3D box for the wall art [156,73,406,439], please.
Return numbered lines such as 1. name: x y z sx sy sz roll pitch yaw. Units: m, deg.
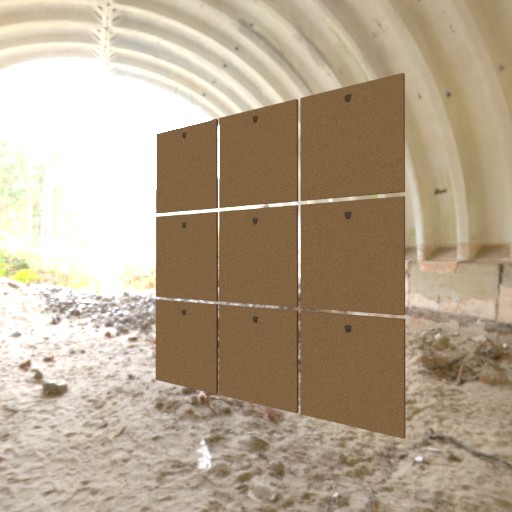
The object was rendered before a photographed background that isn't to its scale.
1. wall art: 0.000 0.000 1.835 1.221 1.218 0.019 0 0 36
